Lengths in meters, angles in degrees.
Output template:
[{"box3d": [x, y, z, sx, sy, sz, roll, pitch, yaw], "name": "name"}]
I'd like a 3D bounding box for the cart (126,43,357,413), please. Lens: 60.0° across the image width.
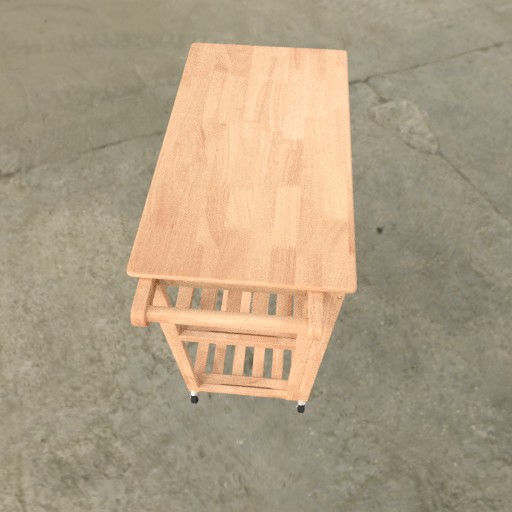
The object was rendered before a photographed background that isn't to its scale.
[{"box3d": [0.000, 0.000, 1.371, 0.432, 0.879, 0.853, 4, 57, 3], "name": "cart"}]
